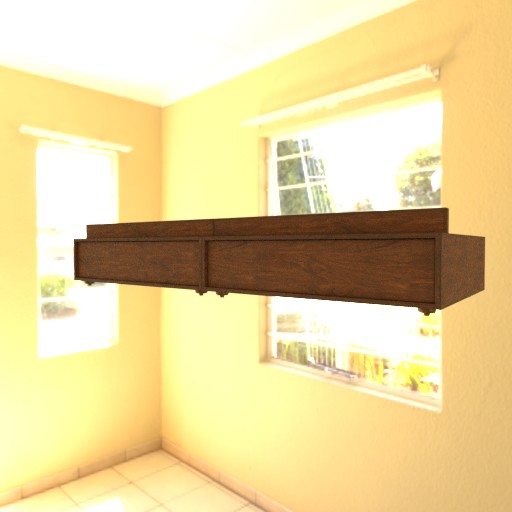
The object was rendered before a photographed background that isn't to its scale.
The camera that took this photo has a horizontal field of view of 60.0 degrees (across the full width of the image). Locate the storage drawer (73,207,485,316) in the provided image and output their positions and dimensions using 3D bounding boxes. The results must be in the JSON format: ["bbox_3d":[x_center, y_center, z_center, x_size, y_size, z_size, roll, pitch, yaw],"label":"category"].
[{"bbox_3d":[0.000,0.000,2.183,1.914,0.339,0.774,1,2,36],"label":"storage drawer"}]
